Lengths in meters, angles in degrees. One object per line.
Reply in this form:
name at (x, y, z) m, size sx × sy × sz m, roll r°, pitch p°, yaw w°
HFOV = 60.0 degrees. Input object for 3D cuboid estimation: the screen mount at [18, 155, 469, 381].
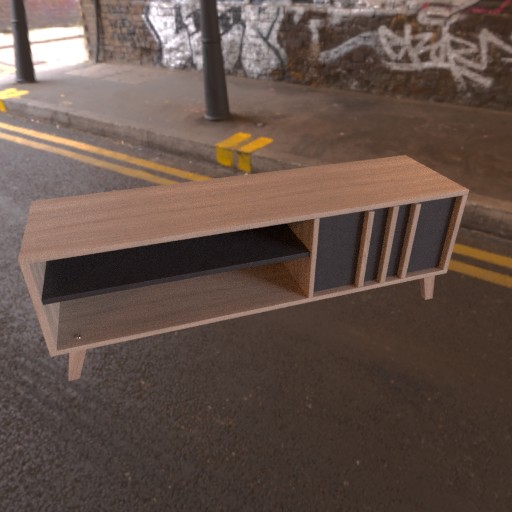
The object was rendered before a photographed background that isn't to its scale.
screen mount at (0.000, 0.000, 1.704) m, size 1.500 × 0.509 × 0.401 m, roll -10°, pitch 33°, yaw -15°
